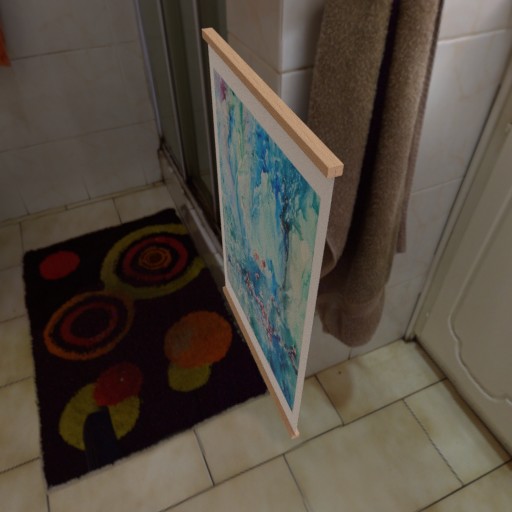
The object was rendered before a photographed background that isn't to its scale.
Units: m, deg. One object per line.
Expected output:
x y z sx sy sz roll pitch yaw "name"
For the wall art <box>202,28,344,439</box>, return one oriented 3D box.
0.000 0.000 0.636 0.013 0.510 0.335 -16 47 -15 "wall art"
